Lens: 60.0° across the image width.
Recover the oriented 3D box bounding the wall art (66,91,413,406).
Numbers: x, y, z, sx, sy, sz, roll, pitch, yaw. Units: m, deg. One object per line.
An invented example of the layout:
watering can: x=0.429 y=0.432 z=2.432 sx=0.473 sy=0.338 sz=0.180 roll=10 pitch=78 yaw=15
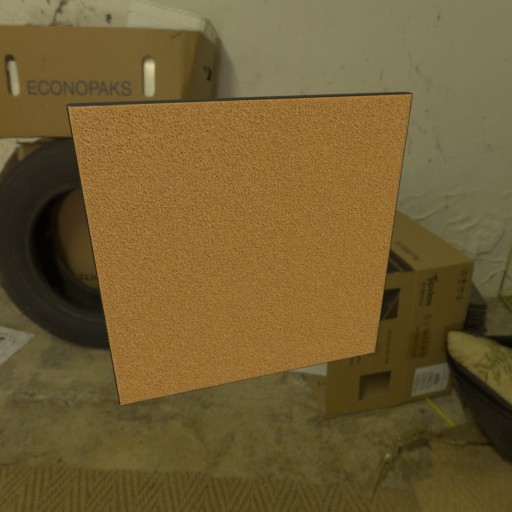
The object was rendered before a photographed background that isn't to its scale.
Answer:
wall art: x=0.000 y=0.000 z=0.669 sx=0.456 sy=0.453 sz=0.022 roll=-8 pitch=27 yaw=-15
